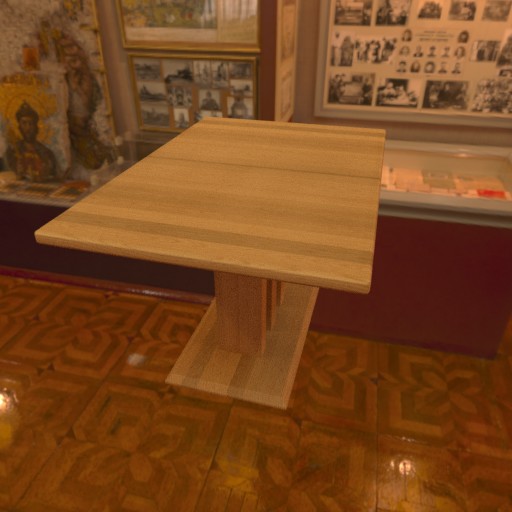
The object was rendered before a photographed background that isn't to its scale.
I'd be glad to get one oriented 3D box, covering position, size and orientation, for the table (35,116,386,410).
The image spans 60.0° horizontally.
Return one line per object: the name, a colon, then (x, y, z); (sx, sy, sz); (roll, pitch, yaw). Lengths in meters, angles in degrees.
table: (0.000, 0.000, 1.835); (0.900, 0.770, 1.300); (8, 32, 13)
